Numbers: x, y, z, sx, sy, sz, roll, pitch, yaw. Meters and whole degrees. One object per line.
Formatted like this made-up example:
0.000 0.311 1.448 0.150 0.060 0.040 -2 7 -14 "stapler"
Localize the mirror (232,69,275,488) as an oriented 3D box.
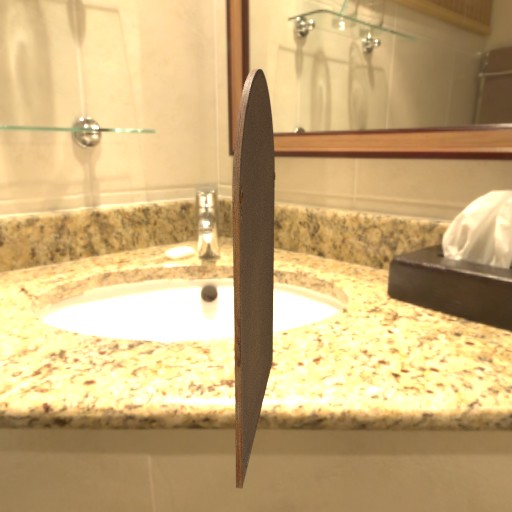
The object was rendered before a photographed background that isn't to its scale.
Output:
0.000 0.000 1.170 0.032 0.915 0.609 2 14 8 "mirror"
